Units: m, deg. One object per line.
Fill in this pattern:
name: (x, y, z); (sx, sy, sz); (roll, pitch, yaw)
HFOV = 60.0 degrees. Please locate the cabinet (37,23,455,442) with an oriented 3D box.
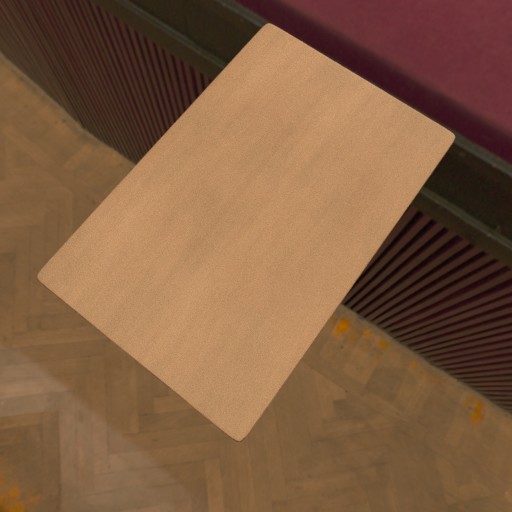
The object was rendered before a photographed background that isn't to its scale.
cabinet: (0.000, 0.000, 1.263); (0.503, 0.762, 0.763); (36, 77, 10)
